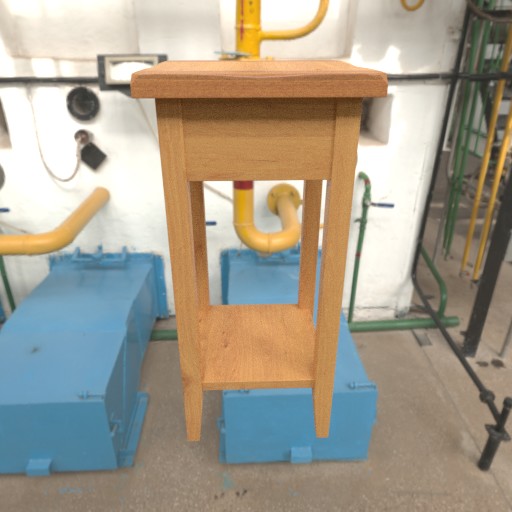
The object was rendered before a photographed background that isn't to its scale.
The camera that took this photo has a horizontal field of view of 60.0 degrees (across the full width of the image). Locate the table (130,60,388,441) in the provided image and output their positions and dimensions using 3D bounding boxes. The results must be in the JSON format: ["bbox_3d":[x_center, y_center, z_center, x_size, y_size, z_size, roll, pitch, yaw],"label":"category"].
[{"bbox_3d":[0.000,0.000,0.935,0.360,0.740,0.360,-1,27,-2],"label":"table"}]
